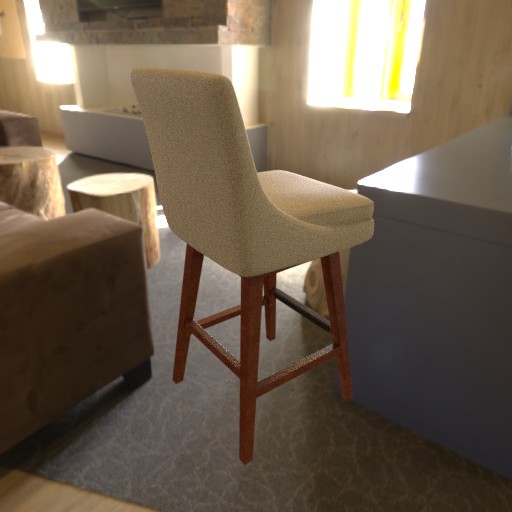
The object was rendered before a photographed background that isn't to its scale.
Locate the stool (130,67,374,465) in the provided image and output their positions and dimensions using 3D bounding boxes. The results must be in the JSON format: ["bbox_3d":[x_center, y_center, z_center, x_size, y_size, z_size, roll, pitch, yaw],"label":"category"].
[{"bbox_3d":[0.000,0.000,1.384,0.559,1.092,0.470,-18,31,-33],"label":"stool"}]
